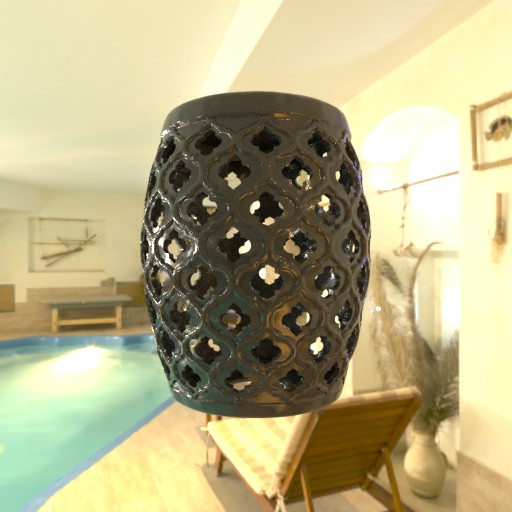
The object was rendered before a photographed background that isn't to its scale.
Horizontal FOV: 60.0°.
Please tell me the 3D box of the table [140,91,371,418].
[{"bbox_3d":[0.000,0.000,0.644,0.325,0.388,0.325,0,0,0],"label":"table"}]
